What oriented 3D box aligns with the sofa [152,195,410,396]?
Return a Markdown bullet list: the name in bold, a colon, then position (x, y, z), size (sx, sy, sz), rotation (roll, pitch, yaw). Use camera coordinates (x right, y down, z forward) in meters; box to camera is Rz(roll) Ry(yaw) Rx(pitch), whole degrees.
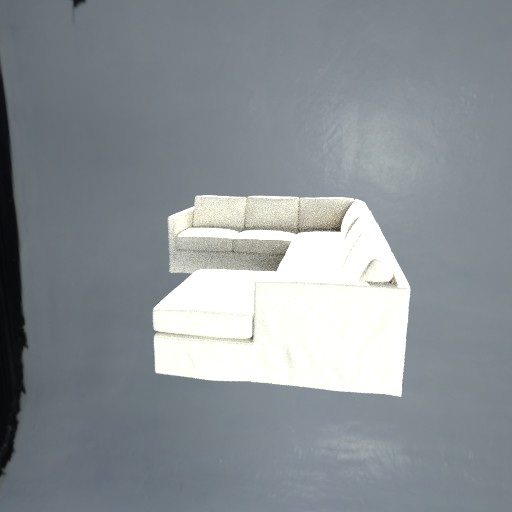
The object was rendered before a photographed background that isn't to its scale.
- **sofa**: position (0.000, 0.000, 4.426), size (2.427, 0.882, 3.460), rotation (2, 14, 10)
